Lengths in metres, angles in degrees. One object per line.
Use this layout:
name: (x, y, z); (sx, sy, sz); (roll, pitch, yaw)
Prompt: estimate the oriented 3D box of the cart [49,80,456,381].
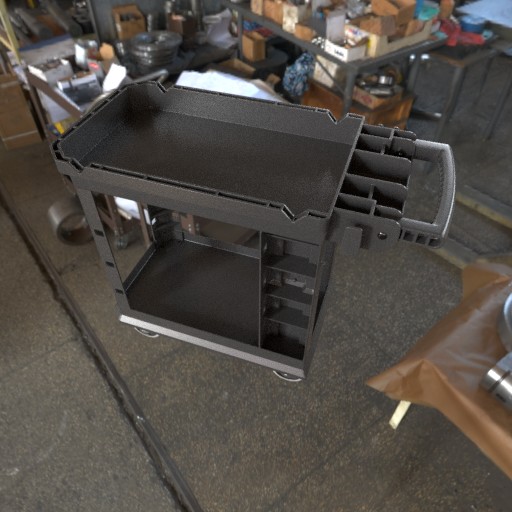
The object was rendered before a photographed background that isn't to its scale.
cart: (0.000, 0.000, 1.524); (1.061, 0.884, 0.497); (14, 48, 13)
